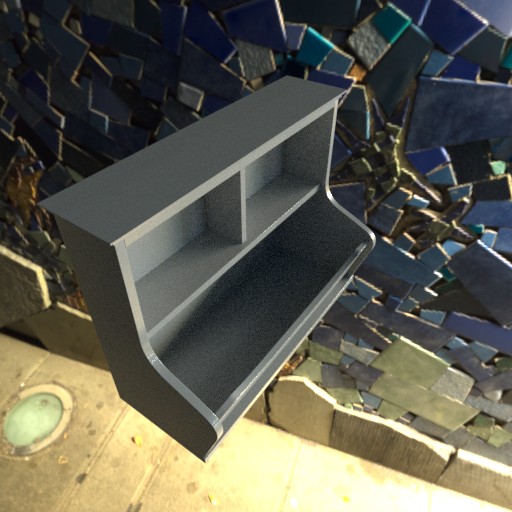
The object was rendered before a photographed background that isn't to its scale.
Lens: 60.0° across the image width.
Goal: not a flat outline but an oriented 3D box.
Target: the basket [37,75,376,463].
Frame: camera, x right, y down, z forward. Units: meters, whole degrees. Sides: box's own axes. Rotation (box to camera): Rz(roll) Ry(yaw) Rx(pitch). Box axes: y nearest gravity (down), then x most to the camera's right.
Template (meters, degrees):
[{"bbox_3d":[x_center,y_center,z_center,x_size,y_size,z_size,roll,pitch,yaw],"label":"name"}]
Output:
[{"bbox_3d":[0.000,0.000,1.104,0.350,0.600,0.780,25,46,26],"label":"basket"}]
